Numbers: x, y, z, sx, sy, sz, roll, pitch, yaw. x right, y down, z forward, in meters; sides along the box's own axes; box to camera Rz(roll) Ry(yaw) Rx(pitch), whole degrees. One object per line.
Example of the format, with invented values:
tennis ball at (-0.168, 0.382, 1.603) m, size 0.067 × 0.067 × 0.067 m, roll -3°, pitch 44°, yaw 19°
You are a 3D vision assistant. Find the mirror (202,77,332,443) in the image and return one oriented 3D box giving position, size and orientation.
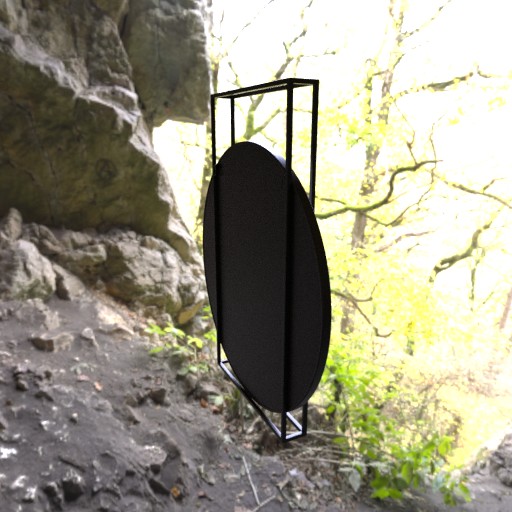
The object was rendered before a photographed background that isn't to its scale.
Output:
mirror at (0.000, 0.000, 0.848) m, size 0.051 × 0.603 × 0.508 m, roll -7°, pitch 17°, yaw -25°
